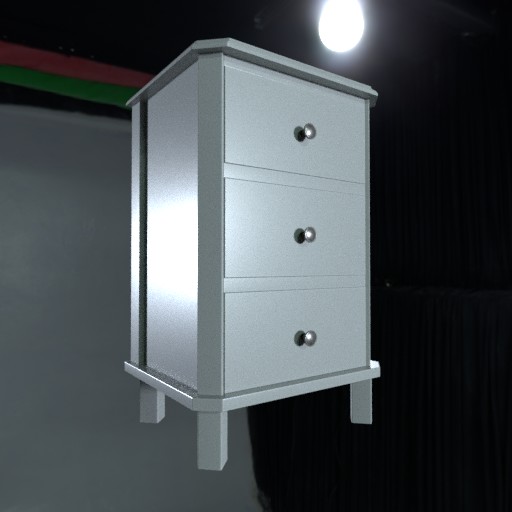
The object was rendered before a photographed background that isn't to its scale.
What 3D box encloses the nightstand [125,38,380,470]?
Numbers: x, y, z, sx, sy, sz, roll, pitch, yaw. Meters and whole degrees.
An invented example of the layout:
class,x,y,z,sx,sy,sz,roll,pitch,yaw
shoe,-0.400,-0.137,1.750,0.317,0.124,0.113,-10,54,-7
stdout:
class,x,y,z,sx,sy,sz,roll,pitch,yaw
nightstand,0.000,0.000,0.924,0.435,0.680,0.348,1,-1,-35
